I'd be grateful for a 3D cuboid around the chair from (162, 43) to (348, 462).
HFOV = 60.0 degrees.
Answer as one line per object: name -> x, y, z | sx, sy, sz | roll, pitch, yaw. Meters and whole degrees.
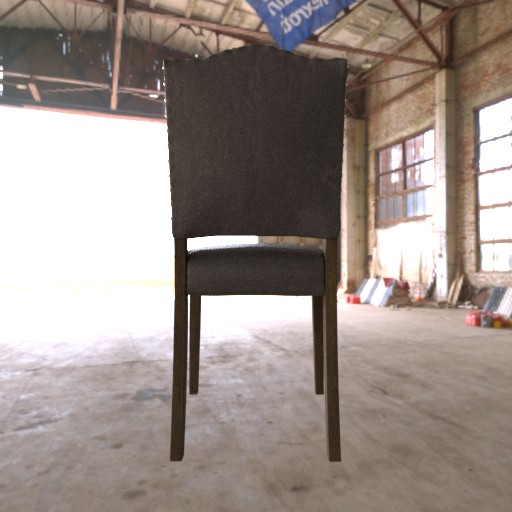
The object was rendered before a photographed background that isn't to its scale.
chair -> 0.000, 0.000, 1.325 | 0.500, 0.991, 0.633 | 0, -1, 0
